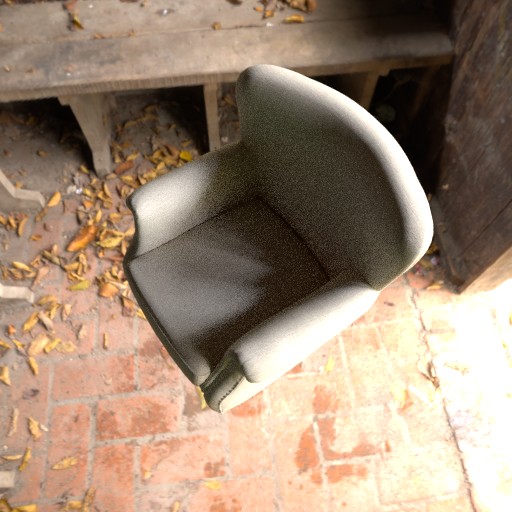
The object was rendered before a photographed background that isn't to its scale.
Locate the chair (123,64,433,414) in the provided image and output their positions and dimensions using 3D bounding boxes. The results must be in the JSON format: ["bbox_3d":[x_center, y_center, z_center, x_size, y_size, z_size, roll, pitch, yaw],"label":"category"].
[{"bbox_3d":[0.000,0.000,1.670,0.921,0.936,0.861,-32,68,-15],"label":"chair"}]
